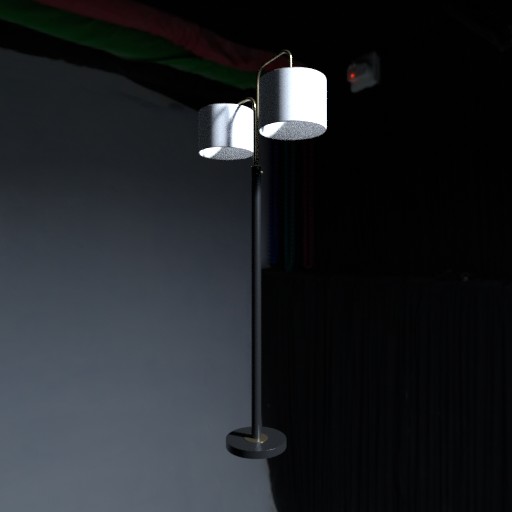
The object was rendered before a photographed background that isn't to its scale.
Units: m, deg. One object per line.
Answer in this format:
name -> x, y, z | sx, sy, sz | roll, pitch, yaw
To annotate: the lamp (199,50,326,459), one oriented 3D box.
lamp -> 0.000, 0.000, 1.860 | 0.254, 1.587, 0.711 | 0, 0, -37
